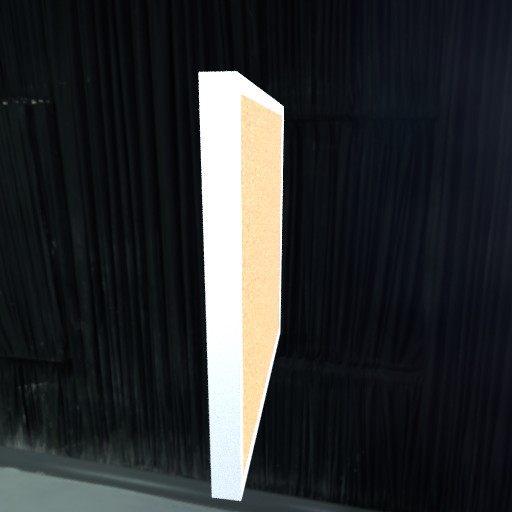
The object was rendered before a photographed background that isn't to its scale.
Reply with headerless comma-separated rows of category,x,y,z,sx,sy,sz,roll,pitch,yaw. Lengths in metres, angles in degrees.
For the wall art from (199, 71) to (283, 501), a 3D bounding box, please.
wall art,0.000,0.000,0.739,0.038,0.505,0.506,2,15,8
